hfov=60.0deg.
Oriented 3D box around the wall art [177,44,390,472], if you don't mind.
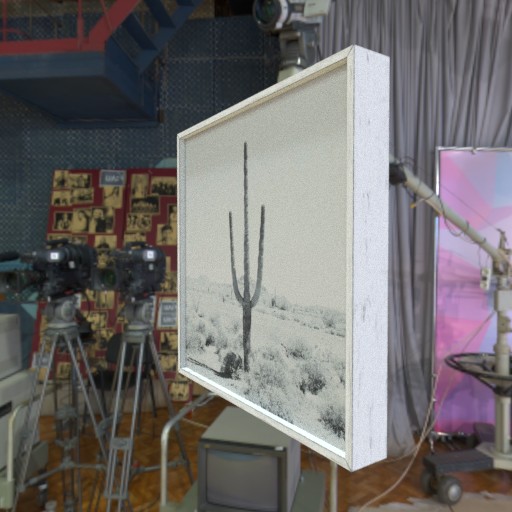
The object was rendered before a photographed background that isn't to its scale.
[{"bbox_3d":[0.000,0.000,0.452,0.038,0.305,0.305,-1,2,-34],"label":"wall art"}]
